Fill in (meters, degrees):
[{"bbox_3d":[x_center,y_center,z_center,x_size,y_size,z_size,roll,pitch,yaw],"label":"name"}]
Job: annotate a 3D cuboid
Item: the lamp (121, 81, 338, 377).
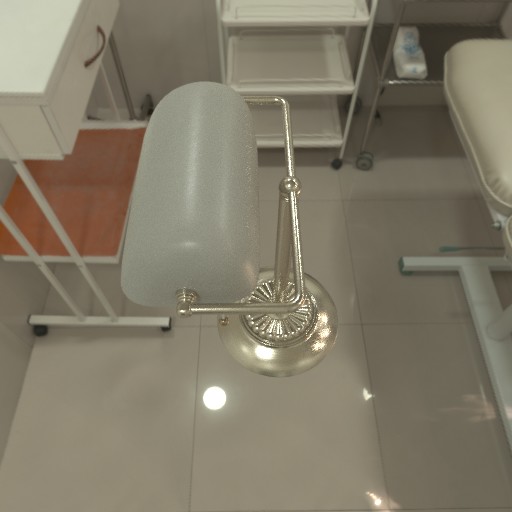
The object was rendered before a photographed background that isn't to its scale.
[{"bbox_3d":[0.000,0.000,0.514,0.243,0.339,0.264,-1,57,0],"label":"lamp"}]
